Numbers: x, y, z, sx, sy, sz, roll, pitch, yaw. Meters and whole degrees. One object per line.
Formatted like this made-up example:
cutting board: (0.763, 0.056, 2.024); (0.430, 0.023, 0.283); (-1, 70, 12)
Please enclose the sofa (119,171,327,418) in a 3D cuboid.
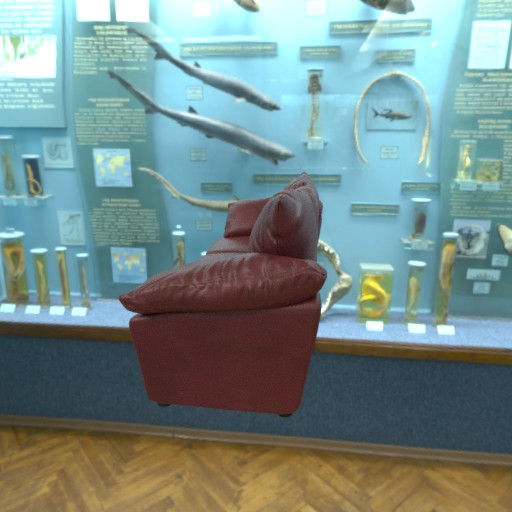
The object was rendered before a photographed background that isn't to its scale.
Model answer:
sofa: (0.000, 0.000, 2.977); (0.907, 1.091, 2.390); (2, 15, 8)
